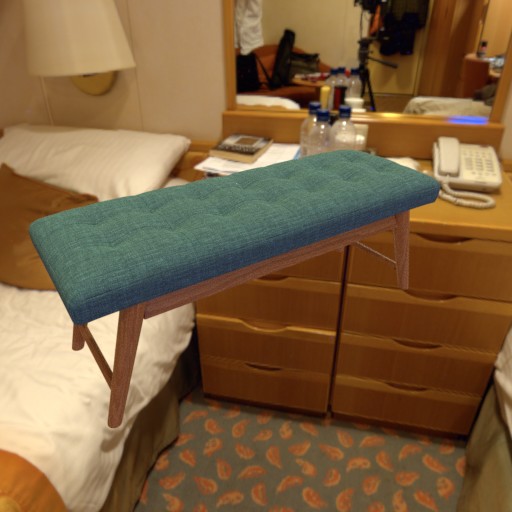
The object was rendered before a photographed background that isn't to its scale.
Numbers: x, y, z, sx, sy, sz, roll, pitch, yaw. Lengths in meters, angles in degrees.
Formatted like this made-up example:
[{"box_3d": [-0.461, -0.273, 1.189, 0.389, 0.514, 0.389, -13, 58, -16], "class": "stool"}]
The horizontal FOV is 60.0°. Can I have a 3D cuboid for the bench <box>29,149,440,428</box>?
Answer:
[{"box_3d": [0.000, 0.000, 1.325, 1.118, 0.432, 0.406, -19, 35, -29], "class": "bench"}]
